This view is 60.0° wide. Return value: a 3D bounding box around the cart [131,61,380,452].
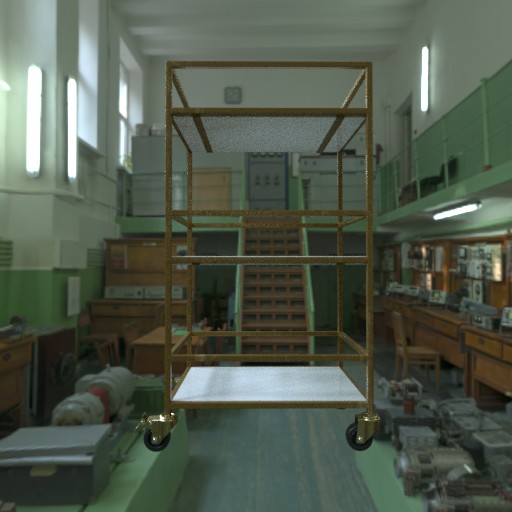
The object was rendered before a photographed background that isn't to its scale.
[{"bbox_3d":[0.000,0.000,1.017,0.483,0.761,0.332,0,-1,0],"label":"cart"}]
